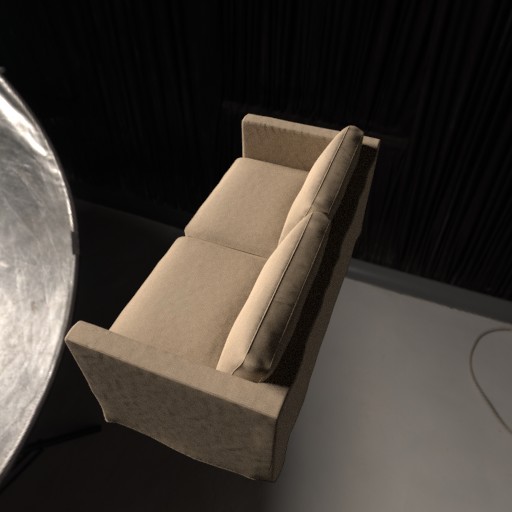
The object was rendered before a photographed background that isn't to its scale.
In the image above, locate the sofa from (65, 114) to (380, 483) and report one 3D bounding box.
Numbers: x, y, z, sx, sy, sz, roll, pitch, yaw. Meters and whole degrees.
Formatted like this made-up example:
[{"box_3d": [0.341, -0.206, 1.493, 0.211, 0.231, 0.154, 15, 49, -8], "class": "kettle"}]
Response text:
[{"box_3d": [0.000, 0.000, 2.486, 0.956, 0.847, 1.987, 16, 48, 15], "class": "sofa"}]
